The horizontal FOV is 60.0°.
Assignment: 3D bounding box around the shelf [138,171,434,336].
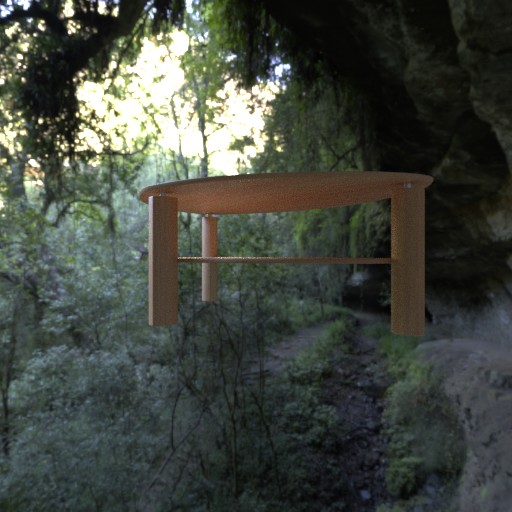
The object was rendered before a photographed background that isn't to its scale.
[{"bbox_3d":[0.000,0.000,1.636,0.845,0.440,1.246,0,0,-36],"label":"shelf"}]
